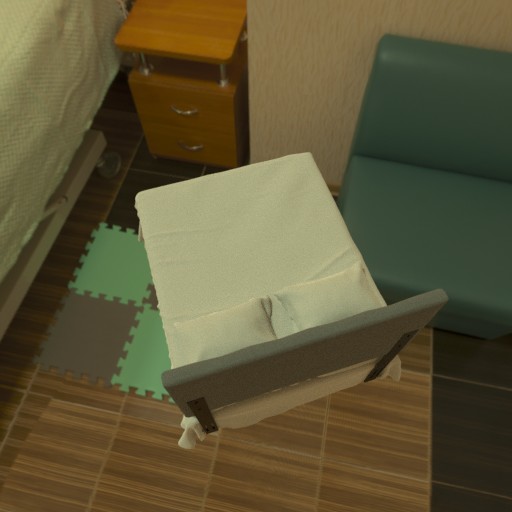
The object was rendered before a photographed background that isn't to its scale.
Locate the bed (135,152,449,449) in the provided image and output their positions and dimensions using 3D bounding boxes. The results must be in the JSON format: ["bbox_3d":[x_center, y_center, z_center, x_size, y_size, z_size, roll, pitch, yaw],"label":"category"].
[{"bbox_3d":[0.000,0.000,3.501,1.936,1.577,2.222,-15,61,-9],"label":"bed"}]
